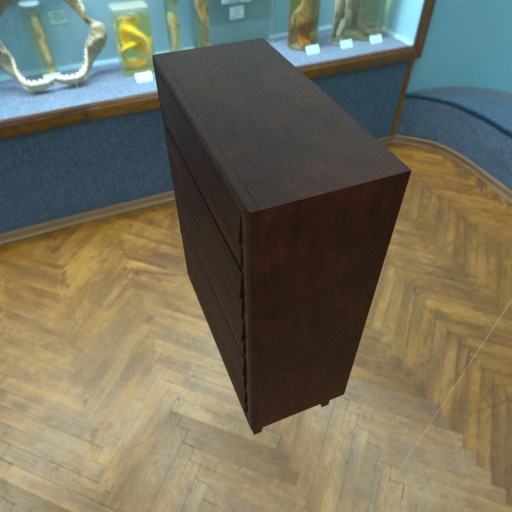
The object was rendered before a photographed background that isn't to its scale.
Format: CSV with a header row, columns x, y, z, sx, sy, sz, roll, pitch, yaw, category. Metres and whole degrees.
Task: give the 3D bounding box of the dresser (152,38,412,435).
x,y,z,sx,sy,sz,roll,pitch,yaw,category
0.000,0.000,2.064,0.506,1.514,1.072,-16,48,-15,dresser
